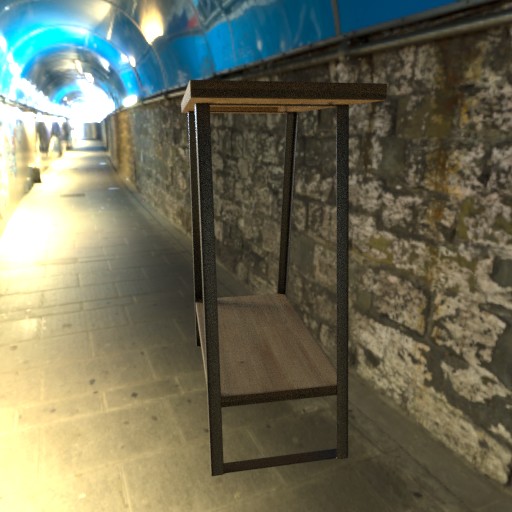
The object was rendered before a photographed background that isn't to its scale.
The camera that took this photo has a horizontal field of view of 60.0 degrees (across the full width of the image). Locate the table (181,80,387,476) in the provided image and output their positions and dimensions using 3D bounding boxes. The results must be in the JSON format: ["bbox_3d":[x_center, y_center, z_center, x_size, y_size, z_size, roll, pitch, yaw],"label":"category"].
[{"bbox_3d":[0.000,0.000,1.030,0.300,0.701,0.599,-3,16,-10],"label":"table"}]
